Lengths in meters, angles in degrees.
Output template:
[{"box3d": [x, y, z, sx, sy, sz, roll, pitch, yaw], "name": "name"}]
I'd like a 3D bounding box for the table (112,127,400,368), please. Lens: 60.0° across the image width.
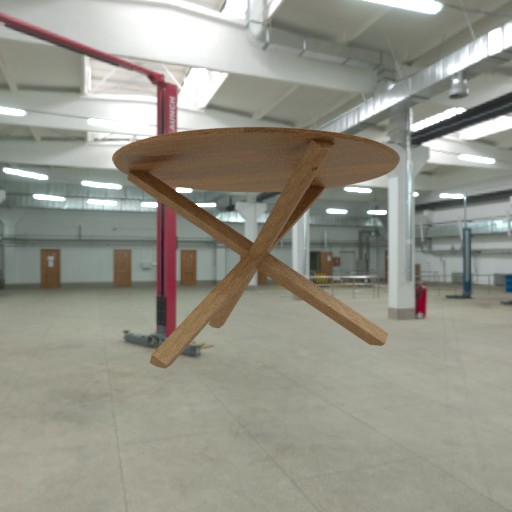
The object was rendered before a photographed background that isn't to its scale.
[{"box3d": [0.000, 0.000, 1.676, 1.038, 0.666, 1.038, 0, -1, 0], "name": "table"}]
